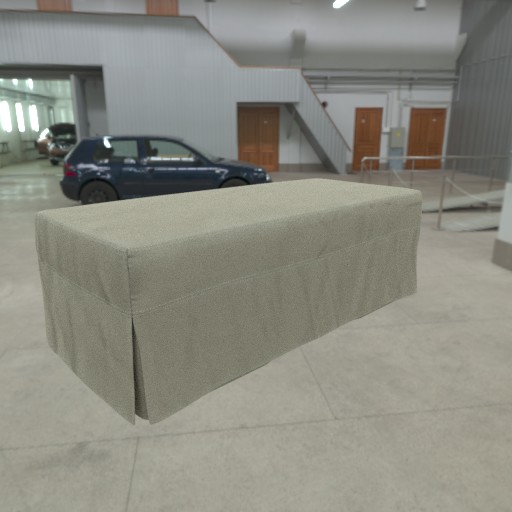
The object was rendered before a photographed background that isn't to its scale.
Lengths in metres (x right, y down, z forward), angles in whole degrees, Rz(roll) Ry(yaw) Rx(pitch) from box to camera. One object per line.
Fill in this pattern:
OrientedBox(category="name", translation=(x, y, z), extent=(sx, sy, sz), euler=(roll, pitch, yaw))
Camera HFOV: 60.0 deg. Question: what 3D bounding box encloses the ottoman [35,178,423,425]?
OrientedBox(category="ottoman", translation=(0.000, 0.000, 1.659), extent=(1.388, 0.457, 0.665), euler=(-15, 22, -41))
